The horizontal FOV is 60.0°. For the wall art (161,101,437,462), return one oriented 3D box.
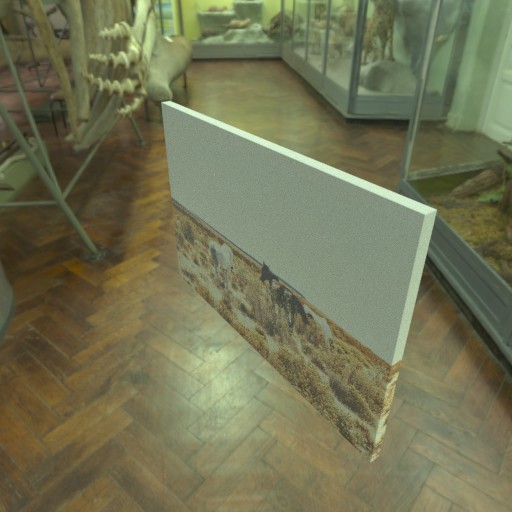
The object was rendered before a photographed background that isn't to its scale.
[{"bbox_3d":[0.000,0.000,1.910,0.051,1.016,1.520,-20,37,-30],"label":"wall art"}]
